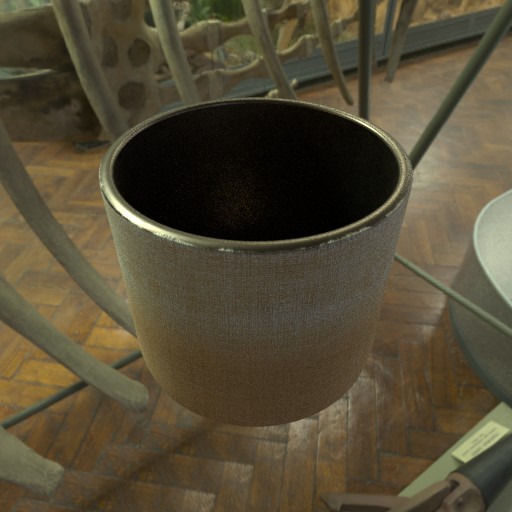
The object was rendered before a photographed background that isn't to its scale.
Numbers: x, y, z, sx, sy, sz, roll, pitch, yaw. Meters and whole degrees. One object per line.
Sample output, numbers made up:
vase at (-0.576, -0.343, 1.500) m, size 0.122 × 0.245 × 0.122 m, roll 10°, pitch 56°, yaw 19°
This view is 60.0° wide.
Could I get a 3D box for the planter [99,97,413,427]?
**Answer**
planter at (0.000, 0.000, 0.433) m, size 0.254 × 0.221 × 0.254 m, roll 0°, pitch 40°, yaw 0°
